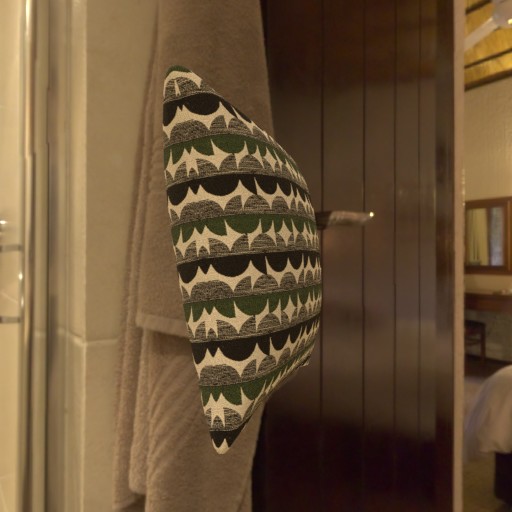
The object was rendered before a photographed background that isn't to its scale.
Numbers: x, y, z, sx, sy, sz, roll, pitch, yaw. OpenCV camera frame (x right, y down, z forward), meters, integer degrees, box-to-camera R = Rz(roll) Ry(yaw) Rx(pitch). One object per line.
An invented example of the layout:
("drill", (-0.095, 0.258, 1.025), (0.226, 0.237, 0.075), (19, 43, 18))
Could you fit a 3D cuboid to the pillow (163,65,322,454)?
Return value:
("pillow", (0.000, 0.000, 0.648), (0.180, 0.404, 0.419), (0, -1, 18))
